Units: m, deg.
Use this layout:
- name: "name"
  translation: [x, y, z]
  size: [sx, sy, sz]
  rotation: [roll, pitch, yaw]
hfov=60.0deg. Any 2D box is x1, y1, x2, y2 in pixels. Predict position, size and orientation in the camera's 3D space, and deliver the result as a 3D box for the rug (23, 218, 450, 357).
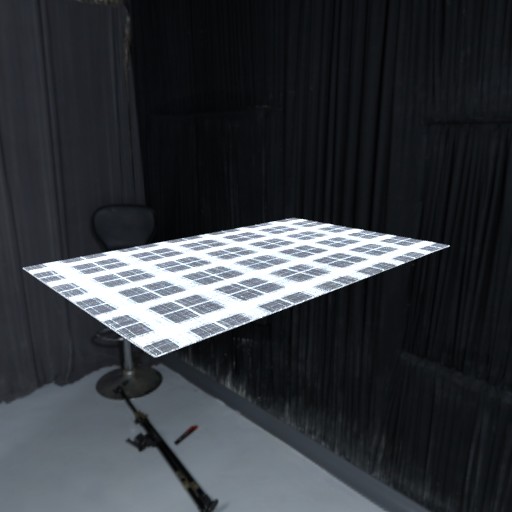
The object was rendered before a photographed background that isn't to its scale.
- name: "rug"
  translation: [0.000, 0.000, 2.926]
  size: [2.434, 0.015, 1.520]
  rotation: [-14, 21, -41]
